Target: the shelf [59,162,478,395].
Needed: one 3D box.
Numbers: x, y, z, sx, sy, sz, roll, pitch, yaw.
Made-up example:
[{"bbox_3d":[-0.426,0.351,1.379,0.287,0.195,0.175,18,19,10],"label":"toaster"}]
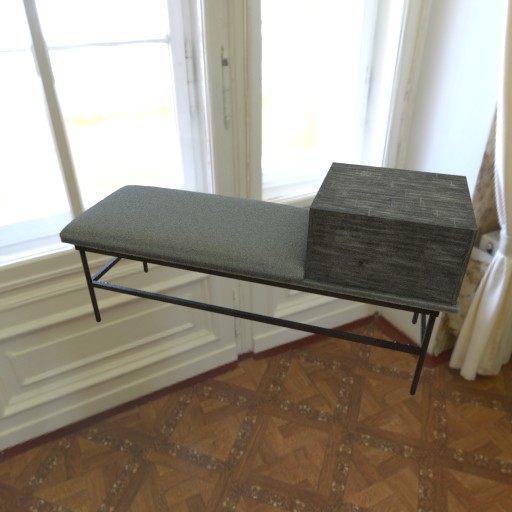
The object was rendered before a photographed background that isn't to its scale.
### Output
[{"bbox_3d":[0.000,0.000,1.632,1.342,0.633,0.457,10,33,15],"label":"shelf"}]
